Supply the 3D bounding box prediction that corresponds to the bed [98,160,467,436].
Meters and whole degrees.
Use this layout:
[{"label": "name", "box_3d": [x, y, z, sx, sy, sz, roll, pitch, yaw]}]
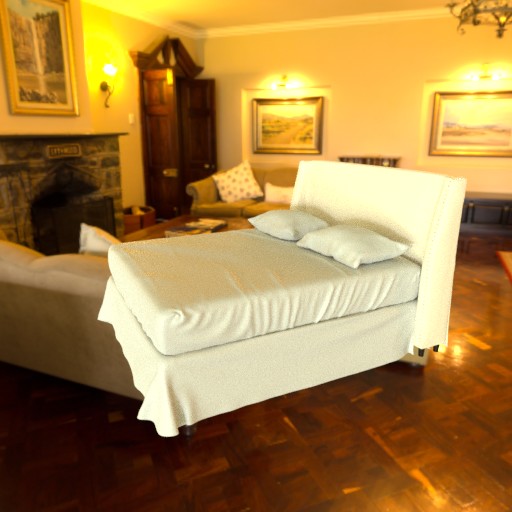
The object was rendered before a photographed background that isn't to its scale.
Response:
[{"label": "bed", "box_3d": [0.000, 0.000, 3.491, 2.276, 1.332, 1.925, -8, 18, -26]}]
